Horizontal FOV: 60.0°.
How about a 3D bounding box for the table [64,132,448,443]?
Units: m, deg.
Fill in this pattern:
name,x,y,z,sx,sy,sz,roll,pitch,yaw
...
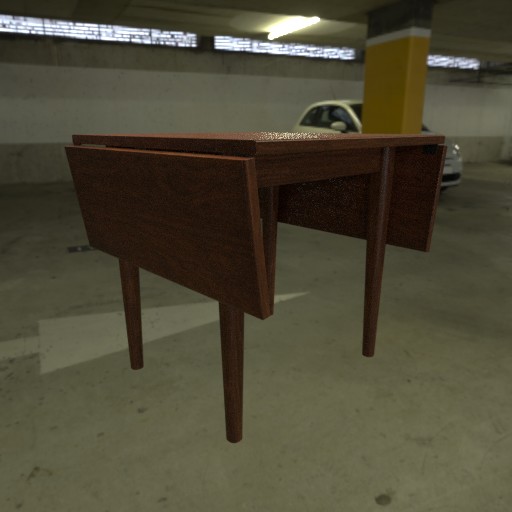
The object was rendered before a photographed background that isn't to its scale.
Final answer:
name,x,y,z,sx,sy,sz,roll,pitch,yaw
table,0.000,0.000,1.445,0.843,0.763,0.812,-15,22,-42
